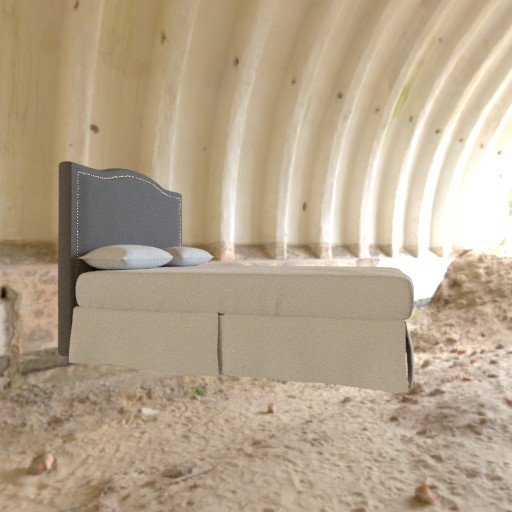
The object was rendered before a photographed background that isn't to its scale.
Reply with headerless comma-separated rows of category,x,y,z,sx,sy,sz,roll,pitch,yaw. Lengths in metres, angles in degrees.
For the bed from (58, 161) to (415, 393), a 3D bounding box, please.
bed,0.000,0.000,3.474,2.282,1.436,1.821,0,0,16
